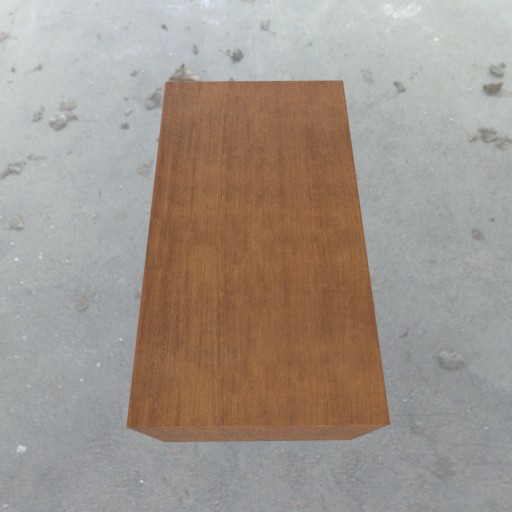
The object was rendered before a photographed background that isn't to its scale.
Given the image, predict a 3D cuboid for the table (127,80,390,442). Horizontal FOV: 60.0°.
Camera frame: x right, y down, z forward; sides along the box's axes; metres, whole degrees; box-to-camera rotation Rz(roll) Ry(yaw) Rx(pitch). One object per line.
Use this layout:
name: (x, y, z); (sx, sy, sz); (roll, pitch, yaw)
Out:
table: (0.000, 0.000, 1.331); (0.549, 0.419, 1.000); (-1, 63, 0)
